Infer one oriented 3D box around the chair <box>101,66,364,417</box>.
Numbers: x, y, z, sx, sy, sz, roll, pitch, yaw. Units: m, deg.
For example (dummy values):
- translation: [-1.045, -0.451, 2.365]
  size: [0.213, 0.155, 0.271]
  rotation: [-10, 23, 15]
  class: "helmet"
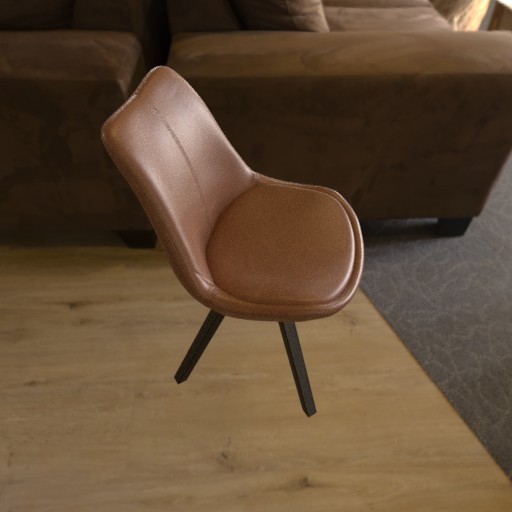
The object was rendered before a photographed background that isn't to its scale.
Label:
- translation: [0.000, 0.000, 1.172]
  size: [0.550, 0.850, 0.475]
  rotation: [10, 48, 9]
  class: "chair"
